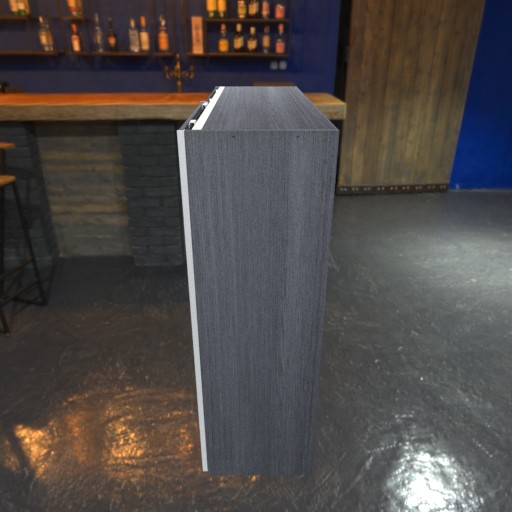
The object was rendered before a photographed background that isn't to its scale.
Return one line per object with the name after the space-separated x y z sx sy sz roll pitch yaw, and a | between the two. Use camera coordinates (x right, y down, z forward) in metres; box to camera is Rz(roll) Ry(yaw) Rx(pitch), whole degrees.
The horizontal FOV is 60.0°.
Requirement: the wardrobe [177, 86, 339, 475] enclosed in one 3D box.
0.000 0.000 2.940 0.629 1.960 1.780 0 26 -1 | wardrobe
